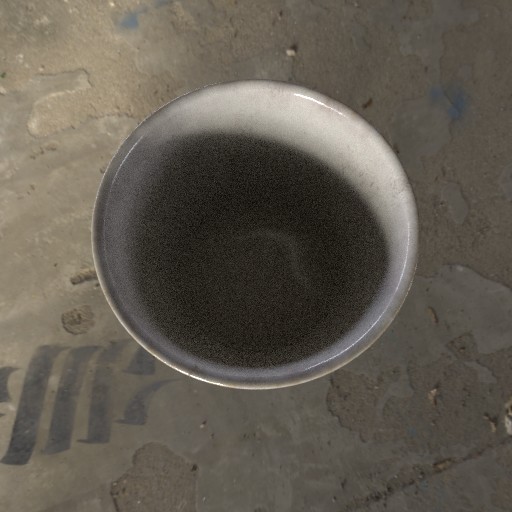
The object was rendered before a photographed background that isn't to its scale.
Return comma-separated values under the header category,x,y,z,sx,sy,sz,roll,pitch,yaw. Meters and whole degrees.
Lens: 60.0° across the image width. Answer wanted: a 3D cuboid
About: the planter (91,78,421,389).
category,x,y,z,sx,sy,sz,roll,pitch,yaw
planter,0.000,0.000,0.339,0.193,0.165,0.193,0,74,0
